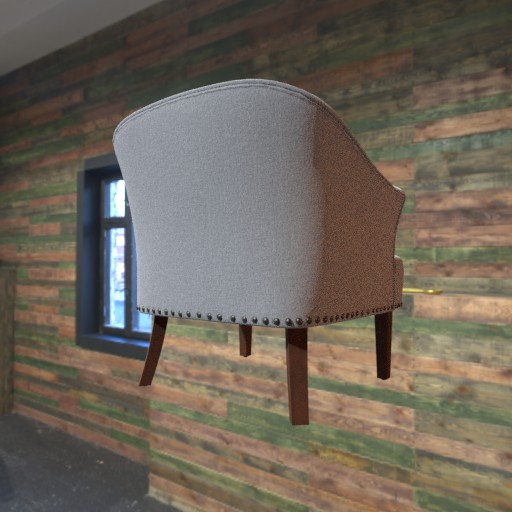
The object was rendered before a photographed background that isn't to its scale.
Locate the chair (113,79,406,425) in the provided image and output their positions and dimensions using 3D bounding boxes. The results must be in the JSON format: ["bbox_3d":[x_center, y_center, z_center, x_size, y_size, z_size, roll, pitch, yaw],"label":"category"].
[{"bbox_3d":[0.000,0.000,1.399,0.798,0.815,0.704,0,-1,37],"label":"chair"}]
